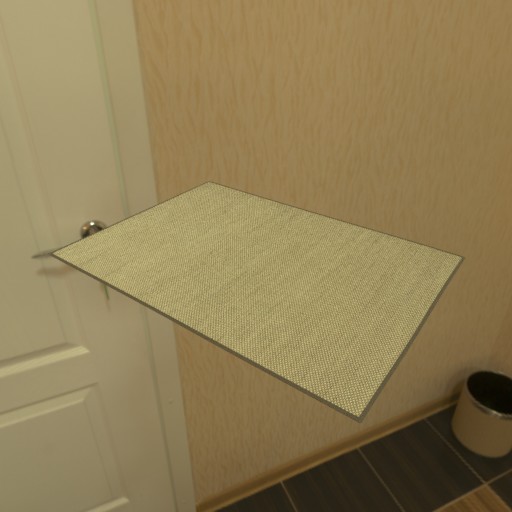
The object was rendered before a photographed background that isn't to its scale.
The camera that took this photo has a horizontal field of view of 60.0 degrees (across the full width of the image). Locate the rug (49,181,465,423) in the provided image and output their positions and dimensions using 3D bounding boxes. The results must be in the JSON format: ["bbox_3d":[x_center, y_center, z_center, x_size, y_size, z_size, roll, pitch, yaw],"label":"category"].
[{"bbox_3d":[0.000,0.000,2.775,2.133,0.012,1.523,21,37,30],"label":"rug"}]
